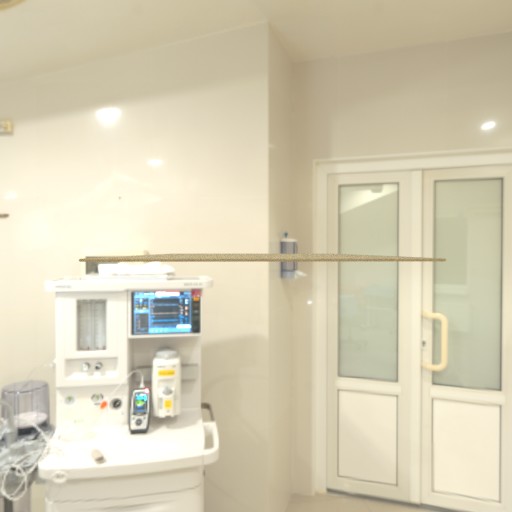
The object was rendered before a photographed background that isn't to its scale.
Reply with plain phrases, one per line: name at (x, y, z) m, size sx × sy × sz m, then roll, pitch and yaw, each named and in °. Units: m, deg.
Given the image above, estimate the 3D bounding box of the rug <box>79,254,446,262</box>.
rug at (0.000, 0.000, 3.054) m, size 1.540 × 0.012 × 2.448 m, roll 0°, pitch 1°, yaw -2°
